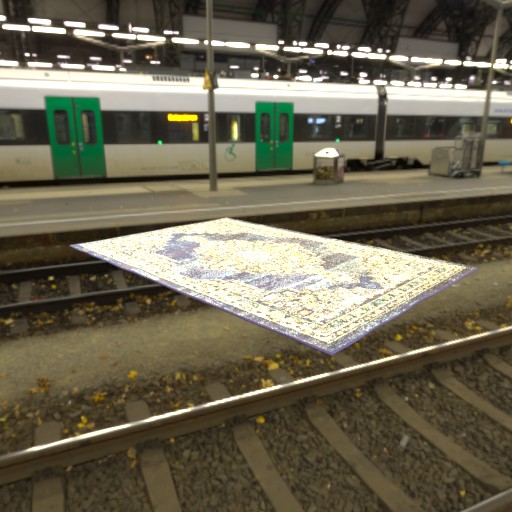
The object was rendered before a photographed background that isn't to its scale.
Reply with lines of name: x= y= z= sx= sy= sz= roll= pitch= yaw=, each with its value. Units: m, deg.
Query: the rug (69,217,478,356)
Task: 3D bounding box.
rug: x=0.000 y=0.000 z=2.279 sx=1.781 sy=0.012 sz=1.184 roll=15 pitch=22 yaw=43
